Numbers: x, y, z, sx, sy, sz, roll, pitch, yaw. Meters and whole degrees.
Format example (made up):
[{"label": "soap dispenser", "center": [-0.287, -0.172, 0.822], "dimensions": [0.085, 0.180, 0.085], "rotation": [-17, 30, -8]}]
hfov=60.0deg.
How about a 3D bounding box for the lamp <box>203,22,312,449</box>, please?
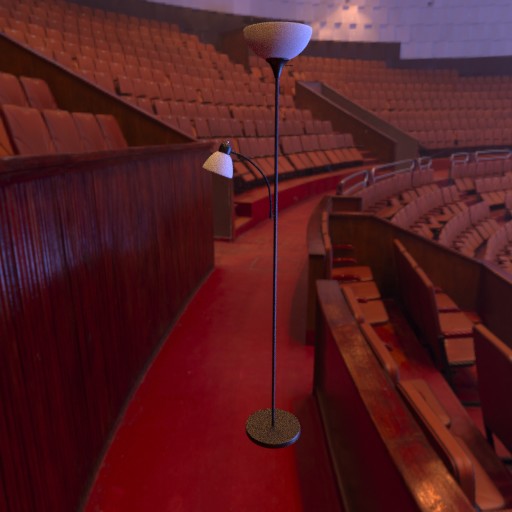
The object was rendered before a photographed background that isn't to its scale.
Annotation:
[{"label": "lamp", "center": [0.000, 0.000, 1.943], "dimensions": [0.442, 1.804, 0.279], "rotation": [-3, 16, -10]}]
